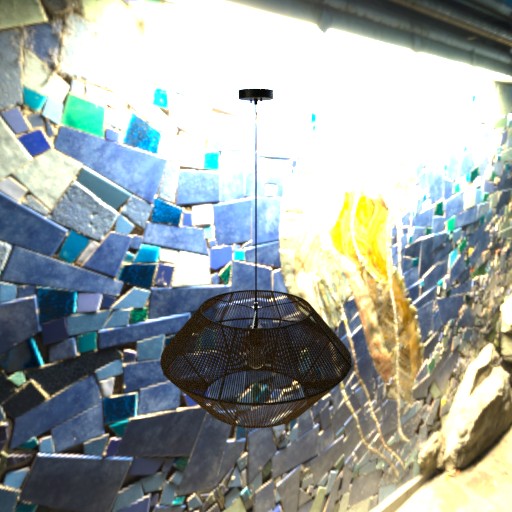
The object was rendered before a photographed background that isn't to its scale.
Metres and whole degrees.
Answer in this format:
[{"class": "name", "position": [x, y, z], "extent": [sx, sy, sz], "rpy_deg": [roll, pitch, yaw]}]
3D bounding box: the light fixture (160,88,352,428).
[{"class": "light fixture", "position": [0.000, 0.000, 1.431], "extent": [0.643, 1.009, 0.643], "rpy_deg": [0, 14, 0]}]
